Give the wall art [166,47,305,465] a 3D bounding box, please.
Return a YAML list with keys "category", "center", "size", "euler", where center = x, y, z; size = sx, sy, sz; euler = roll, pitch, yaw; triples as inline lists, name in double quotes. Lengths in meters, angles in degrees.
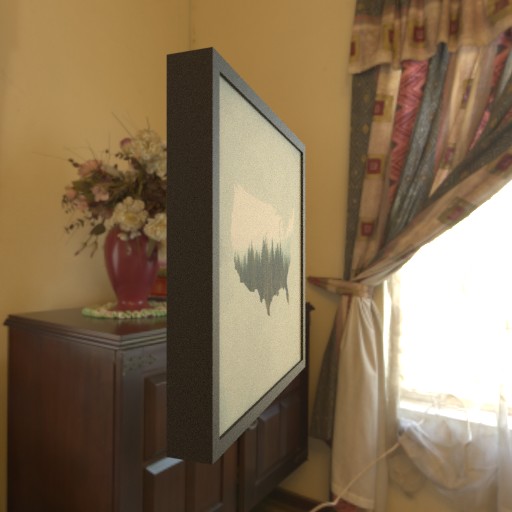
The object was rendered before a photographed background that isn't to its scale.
- category: "wall art"
  center: [0.000, 0.000, 0.472]
  size: [0.038, 0.304, 0.304]
  euler: [0, 0, 19]
